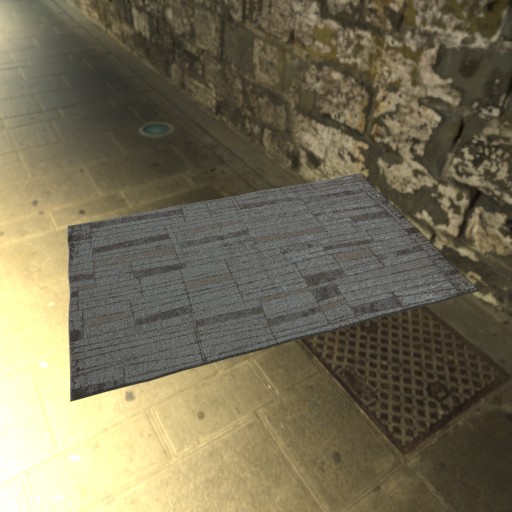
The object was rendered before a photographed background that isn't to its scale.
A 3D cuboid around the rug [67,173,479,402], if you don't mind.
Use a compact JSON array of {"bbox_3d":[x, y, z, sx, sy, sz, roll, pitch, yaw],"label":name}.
[{"bbox_3d":[0.000,0.000,3.026,2.444,0.023,1.531,-12,42,-14],"label":"rug"}]
